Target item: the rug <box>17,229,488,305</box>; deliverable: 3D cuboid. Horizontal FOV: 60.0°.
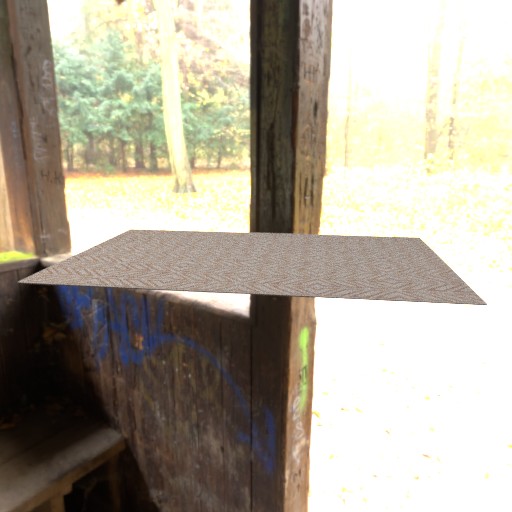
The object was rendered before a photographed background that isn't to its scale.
[{"bbox_3d":[0.000,0.000,2.986,2.438,0.008,1.523,2,15,8],"label":"rug"}]
